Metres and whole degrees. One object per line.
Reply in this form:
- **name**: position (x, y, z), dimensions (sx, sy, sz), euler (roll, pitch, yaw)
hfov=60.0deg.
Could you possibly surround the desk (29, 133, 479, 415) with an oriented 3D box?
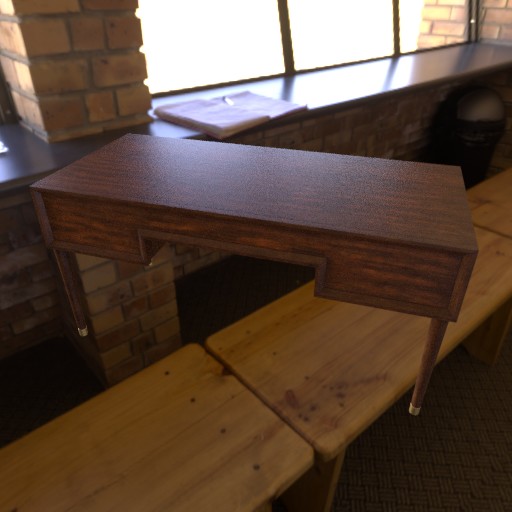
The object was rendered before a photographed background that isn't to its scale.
- **desk**: position (0.000, 0.000, 1.974), dimensions (1.575, 0.762, 0.724), euler (9, 33, 15)
